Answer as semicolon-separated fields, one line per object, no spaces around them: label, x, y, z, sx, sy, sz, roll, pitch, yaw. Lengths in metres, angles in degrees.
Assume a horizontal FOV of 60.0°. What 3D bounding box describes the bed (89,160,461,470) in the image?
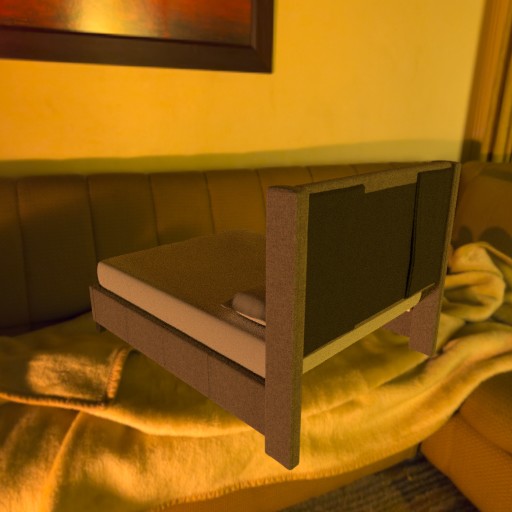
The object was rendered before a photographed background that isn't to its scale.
bed;0.000;0.000;3.407;1.714;1.481;2.245;-17;24;-42
